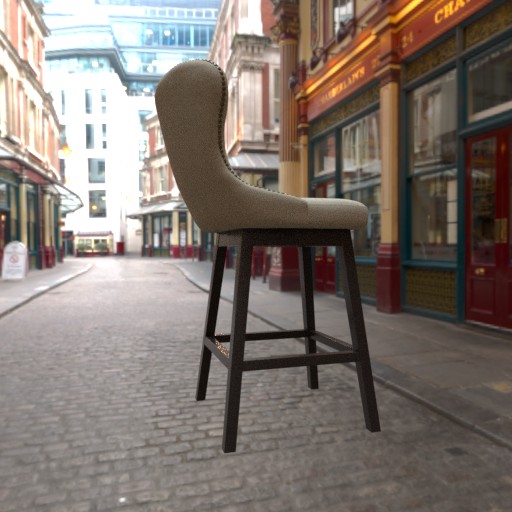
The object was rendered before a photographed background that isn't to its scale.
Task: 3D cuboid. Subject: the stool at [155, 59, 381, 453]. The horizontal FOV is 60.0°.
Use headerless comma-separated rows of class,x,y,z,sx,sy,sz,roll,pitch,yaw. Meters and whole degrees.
stool,0.000,0.000,1.337,0.593,0.971,0.528,0,1,-17
